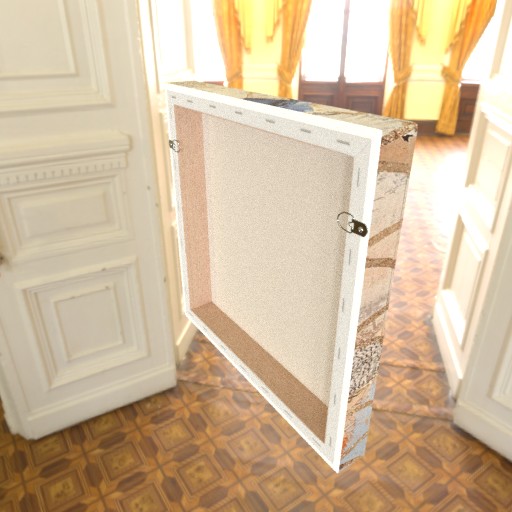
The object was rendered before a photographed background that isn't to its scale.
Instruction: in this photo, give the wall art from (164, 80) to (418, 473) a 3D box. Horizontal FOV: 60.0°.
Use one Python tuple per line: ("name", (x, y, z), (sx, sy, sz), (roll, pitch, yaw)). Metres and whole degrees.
("wall art", (0.000, 0.000, 0.446), (0.036, 0.304, 0.303), (-18, 32, -30))
